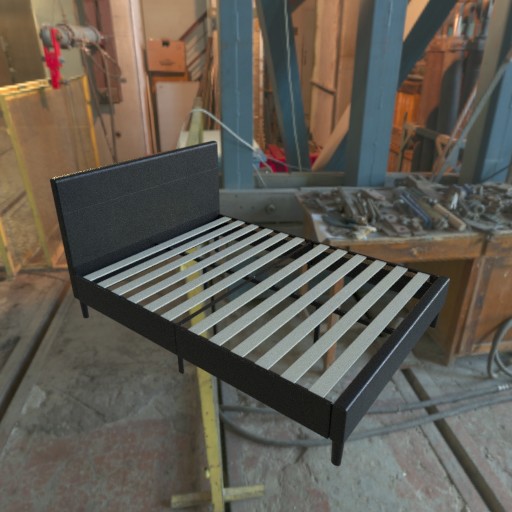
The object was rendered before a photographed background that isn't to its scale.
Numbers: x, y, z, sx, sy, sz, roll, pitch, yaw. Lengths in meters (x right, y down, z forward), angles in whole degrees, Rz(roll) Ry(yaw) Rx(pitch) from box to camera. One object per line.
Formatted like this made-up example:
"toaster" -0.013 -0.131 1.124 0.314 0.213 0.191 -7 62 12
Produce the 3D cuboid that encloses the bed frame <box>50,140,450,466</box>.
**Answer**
"bed frame" 0.000 0.000 3.217 2.318 1.127 1.634 18 31 33
